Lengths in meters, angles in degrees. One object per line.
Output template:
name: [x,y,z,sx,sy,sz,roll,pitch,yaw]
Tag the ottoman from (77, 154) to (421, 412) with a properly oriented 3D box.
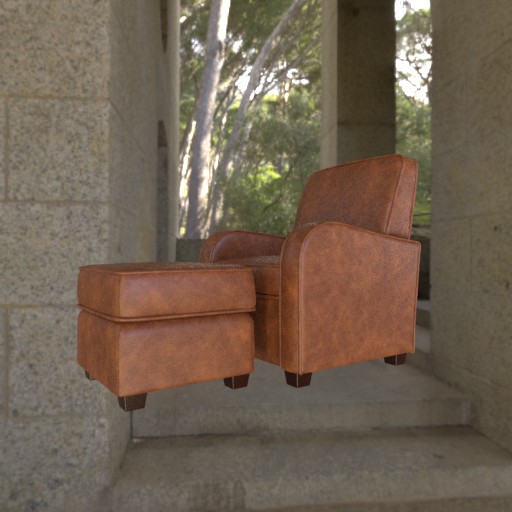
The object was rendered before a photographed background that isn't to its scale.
ottoman: [0.000,0.000,1.827,1.314,0.904,0.732,0,0,-35]
